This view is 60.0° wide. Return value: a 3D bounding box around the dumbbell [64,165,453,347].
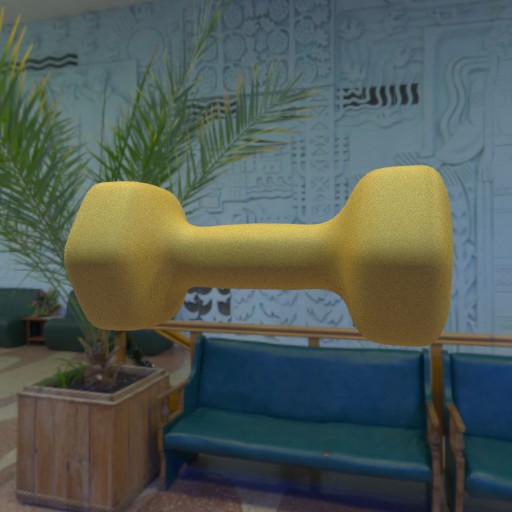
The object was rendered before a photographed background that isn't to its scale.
[{"bbox_3d":[0.000,0.000,0.235,0.190,0.082,0.090,0,0,17],"label":"dumbbell"}]
